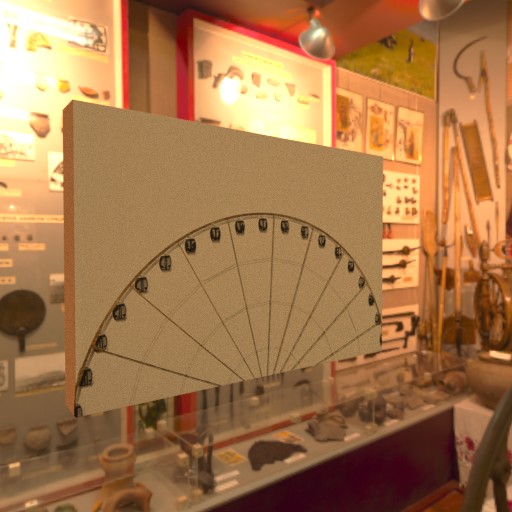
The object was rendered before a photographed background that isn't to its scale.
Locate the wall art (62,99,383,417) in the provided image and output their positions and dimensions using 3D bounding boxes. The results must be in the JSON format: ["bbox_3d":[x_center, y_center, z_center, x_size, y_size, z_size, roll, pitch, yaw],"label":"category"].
[{"bbox_3d":[0.000,0.000,0.480,0.384,0.254,0.039,-1,2,-36],"label":"wall art"}]
